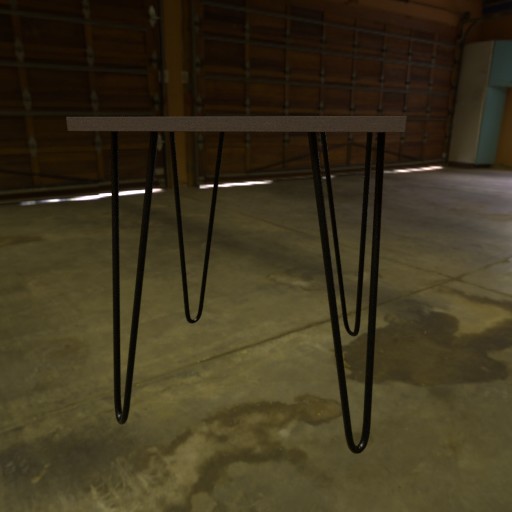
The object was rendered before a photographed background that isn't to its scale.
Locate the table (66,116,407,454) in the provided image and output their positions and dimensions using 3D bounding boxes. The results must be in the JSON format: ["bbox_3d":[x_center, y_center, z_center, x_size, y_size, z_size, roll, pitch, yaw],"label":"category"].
[{"bbox_3d":[0.000,0.000,0.943,0.495,0.559,0.495,3,17,10],"label":"table"}]
